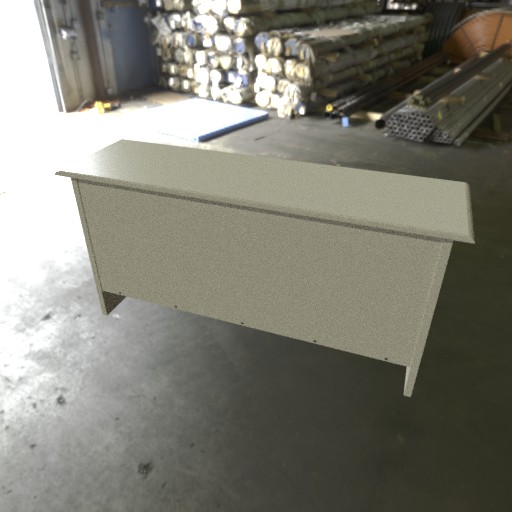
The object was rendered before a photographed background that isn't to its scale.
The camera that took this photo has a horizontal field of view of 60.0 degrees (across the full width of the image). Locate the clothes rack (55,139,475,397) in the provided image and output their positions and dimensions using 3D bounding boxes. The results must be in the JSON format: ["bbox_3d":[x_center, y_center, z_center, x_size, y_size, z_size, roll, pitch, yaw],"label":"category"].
[{"bbox_3d":[0.000,0.000,1.376,1.120,0.531,0.324,11,34,17],"label":"clothes rack"}]
